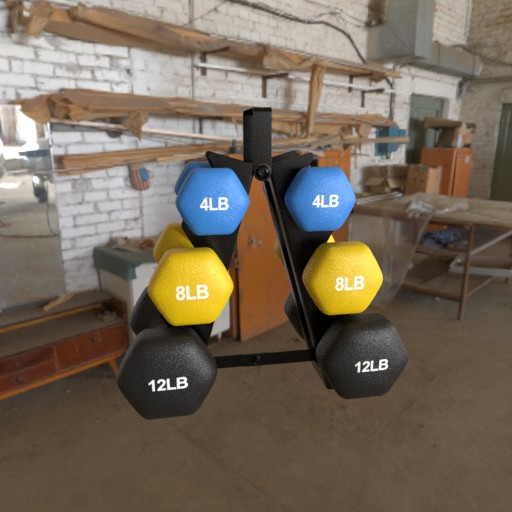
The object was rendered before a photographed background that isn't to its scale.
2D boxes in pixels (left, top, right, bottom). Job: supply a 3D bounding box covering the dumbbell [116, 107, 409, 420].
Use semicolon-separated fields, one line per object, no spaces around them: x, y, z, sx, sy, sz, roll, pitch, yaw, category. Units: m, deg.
0.000;0.000;0.675;0.409;0.426;0.255;-3;15;-10;dumbbell
